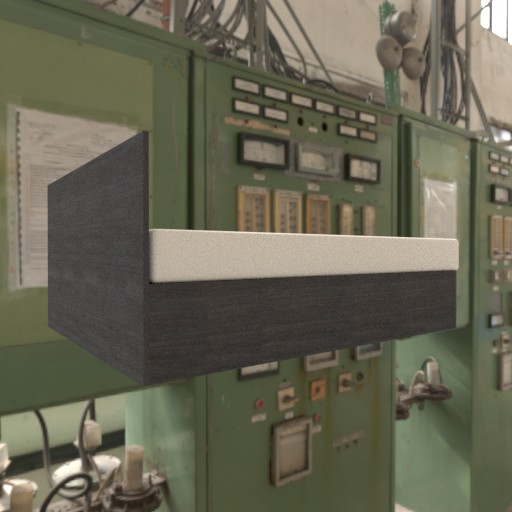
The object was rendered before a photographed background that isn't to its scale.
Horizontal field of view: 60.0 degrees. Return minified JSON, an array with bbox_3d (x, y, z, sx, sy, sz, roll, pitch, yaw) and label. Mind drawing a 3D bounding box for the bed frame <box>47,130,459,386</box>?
[{"bbox_3d":[0.000,0.000,2.510,1.900,0.800,1.400,0,1,-36],"label":"bed frame"}]
